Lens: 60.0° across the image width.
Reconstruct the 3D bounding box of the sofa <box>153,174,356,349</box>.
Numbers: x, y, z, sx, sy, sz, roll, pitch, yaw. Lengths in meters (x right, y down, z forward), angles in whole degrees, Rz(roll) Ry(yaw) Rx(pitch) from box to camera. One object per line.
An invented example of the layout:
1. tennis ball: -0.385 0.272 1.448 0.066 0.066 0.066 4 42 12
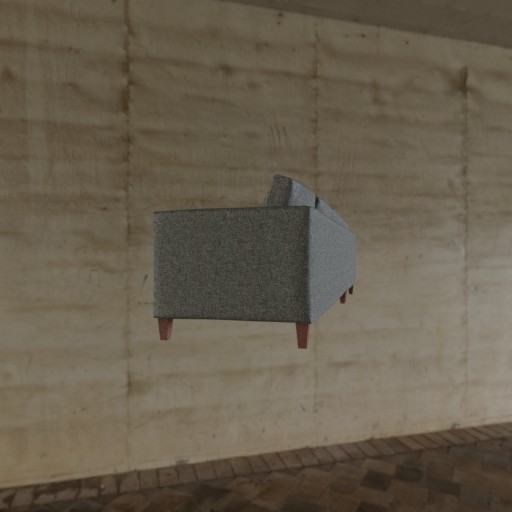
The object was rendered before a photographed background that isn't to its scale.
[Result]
1. sofa: 0.000 0.000 4.152 1.635 0.960 3.485 0 0 16
